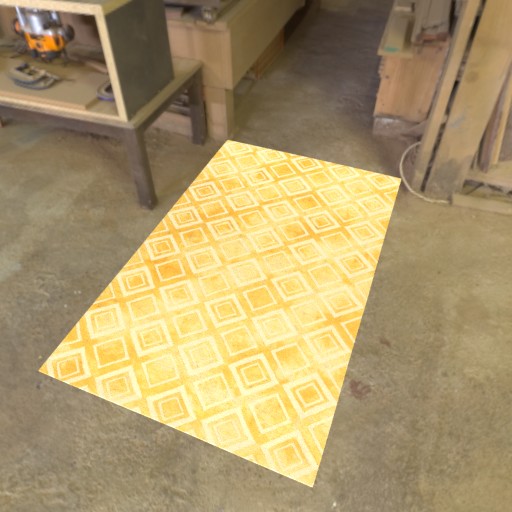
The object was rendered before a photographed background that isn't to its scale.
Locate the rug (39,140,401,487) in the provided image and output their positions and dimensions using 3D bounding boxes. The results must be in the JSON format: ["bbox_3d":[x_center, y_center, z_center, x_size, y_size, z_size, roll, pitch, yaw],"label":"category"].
[{"bbox_3d":[0.000,0.000,2.920,1.511,0.010,2.424,16,48,15],"label":"rug"}]
